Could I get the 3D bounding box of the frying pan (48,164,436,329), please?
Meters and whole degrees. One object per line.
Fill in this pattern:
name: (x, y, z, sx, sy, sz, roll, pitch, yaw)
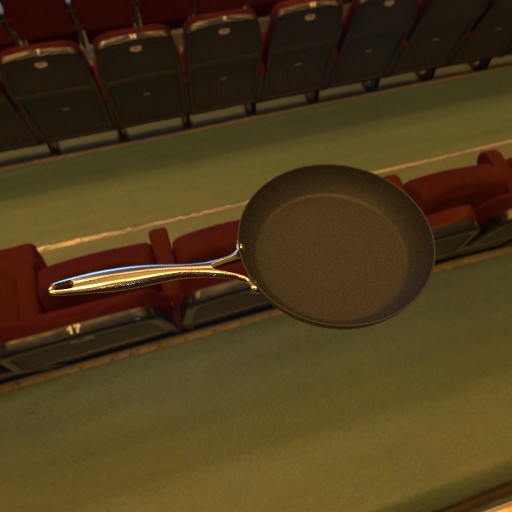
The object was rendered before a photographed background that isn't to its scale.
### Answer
frying pan: (0.000, 0.000, 0.558, 0.472, 0.105, 0.255, -15, 59, -9)
